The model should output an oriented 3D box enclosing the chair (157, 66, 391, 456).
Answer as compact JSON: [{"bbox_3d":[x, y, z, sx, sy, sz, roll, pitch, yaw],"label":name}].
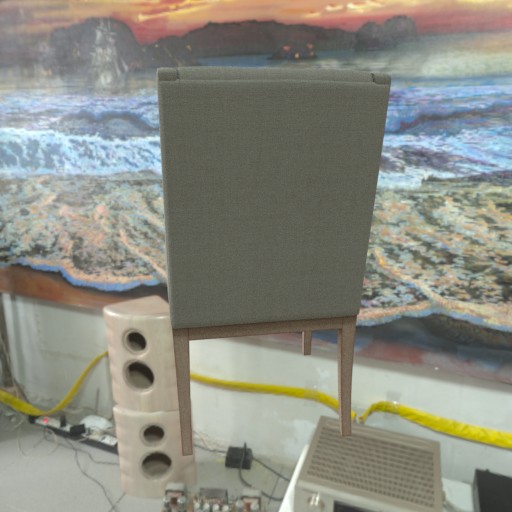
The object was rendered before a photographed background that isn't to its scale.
[{"bbox_3d":[0.000,0.000,1.380,0.575,1.021,0.611,-3,16,-10],"label":"chair"}]
